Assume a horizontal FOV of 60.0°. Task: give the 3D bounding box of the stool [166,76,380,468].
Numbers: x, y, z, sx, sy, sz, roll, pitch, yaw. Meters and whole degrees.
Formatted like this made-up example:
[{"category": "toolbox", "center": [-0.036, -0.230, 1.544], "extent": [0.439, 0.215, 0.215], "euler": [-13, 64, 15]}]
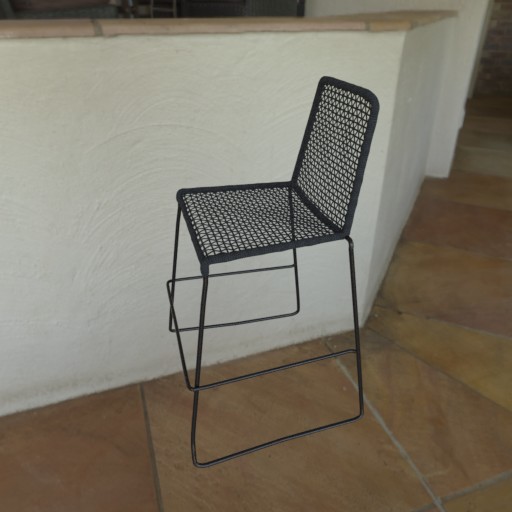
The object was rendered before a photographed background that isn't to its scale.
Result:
[{"category": "stool", "center": [0.000, 0.000, 1.249], "extent": [0.509, 0.905, 0.590], "euler": [-8, 31, -14]}]
